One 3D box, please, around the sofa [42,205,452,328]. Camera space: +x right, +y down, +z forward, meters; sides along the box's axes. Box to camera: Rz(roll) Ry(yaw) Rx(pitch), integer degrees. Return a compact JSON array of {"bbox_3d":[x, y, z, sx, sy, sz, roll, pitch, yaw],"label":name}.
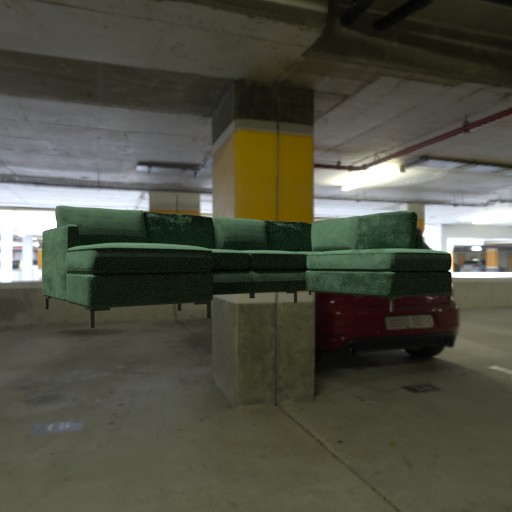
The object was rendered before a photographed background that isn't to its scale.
[{"bbox_3d":[0.000,0.000,4.265,3.434,0.992,2.055,1,-1,-36],"label":"sofa"}]
